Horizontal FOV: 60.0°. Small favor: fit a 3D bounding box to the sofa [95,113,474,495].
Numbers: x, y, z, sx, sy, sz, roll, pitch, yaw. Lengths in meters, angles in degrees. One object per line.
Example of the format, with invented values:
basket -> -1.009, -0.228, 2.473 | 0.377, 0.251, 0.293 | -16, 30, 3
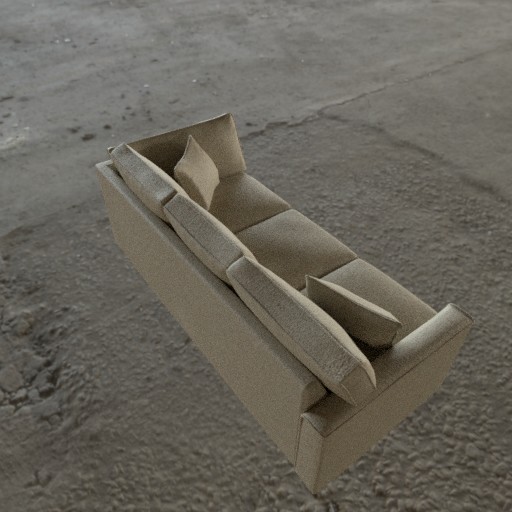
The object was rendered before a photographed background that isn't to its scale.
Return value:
sofa -> 0.000, 0.000, 2.737 | 1.061, 0.962, 2.317 | -26, 48, -27
